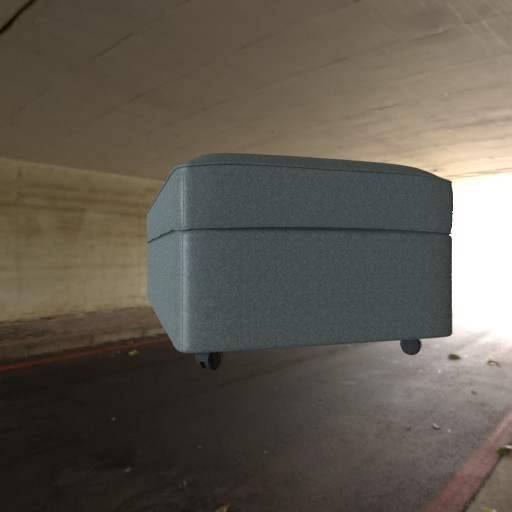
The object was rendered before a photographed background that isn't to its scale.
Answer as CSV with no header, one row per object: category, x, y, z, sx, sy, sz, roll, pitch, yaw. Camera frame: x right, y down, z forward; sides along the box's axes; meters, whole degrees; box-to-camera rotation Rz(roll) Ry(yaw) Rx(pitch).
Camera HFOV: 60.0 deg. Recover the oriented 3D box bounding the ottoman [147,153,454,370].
ottoman,0.000,0.000,1.531,0.681,0.494,1.173,0,0,-17
